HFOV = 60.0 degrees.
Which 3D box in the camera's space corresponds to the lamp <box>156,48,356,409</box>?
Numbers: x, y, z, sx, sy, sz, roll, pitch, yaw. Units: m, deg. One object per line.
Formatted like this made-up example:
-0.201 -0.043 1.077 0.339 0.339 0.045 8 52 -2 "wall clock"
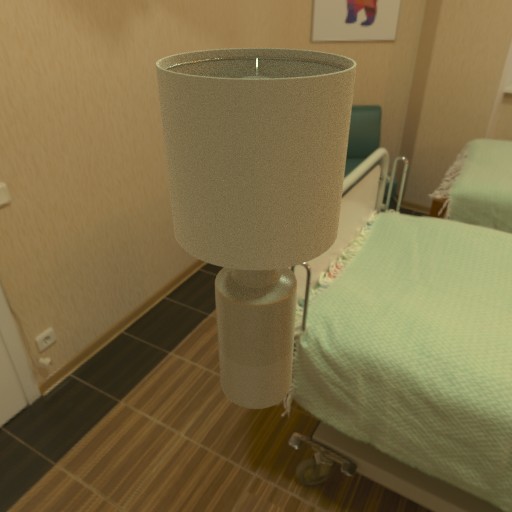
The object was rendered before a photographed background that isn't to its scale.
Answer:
0.000 0.000 0.605 0.212 0.493 0.212 0 32 1 "lamp"
